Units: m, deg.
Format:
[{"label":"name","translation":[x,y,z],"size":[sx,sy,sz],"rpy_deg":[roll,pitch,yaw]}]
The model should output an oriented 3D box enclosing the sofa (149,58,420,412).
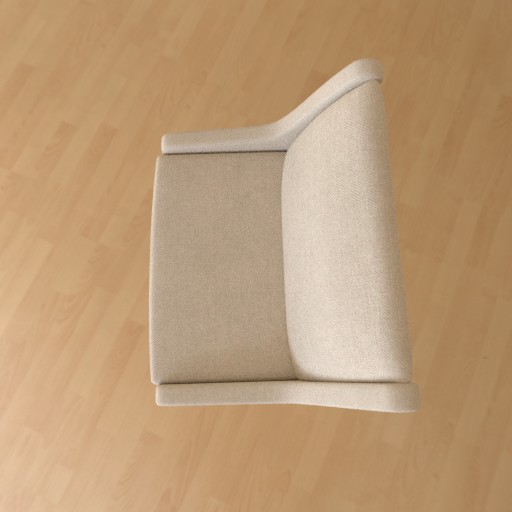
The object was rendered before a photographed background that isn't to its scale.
[{"label":"sofa","translation":[0.000,0.000,1.897],"size":[0.946,0.976,1.212],"rpy_deg":[-2,76,0]}]
